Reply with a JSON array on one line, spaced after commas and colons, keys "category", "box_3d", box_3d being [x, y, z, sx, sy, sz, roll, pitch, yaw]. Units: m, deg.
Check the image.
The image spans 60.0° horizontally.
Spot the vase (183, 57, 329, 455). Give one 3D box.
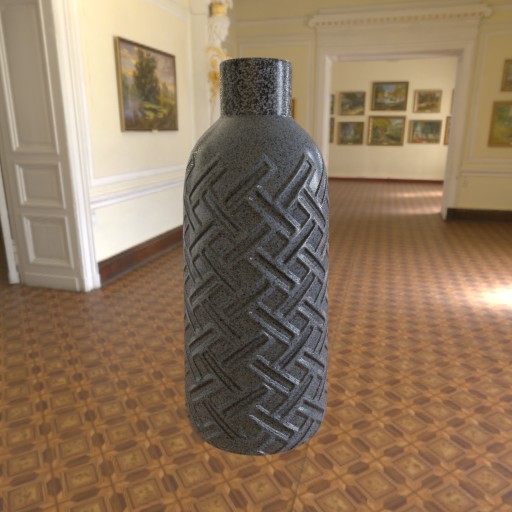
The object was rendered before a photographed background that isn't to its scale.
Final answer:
[{"category": "vase", "box_3d": [0.000, 0.000, 0.350, 0.122, 0.282, 0.122, 0, 16, 0]}]
